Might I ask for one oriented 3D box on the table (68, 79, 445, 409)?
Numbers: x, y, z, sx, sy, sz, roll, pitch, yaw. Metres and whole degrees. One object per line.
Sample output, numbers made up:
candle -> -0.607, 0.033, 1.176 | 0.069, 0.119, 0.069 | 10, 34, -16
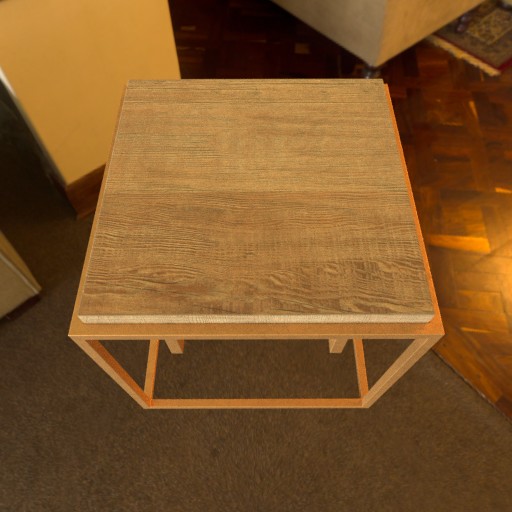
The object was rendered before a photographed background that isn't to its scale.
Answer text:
table -> 0.000, 0.000, 1.082 | 0.599, 0.584, 0.599 | 0, 60, 0
